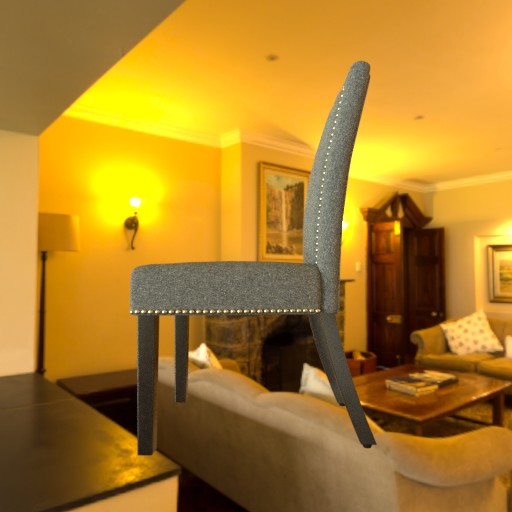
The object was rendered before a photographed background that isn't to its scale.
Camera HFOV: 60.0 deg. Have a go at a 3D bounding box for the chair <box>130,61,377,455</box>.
[{"bbox_3d":[0.000,0.000,1.277,0.589,0.946,0.518,0,-2,1],"label":"chair"}]
